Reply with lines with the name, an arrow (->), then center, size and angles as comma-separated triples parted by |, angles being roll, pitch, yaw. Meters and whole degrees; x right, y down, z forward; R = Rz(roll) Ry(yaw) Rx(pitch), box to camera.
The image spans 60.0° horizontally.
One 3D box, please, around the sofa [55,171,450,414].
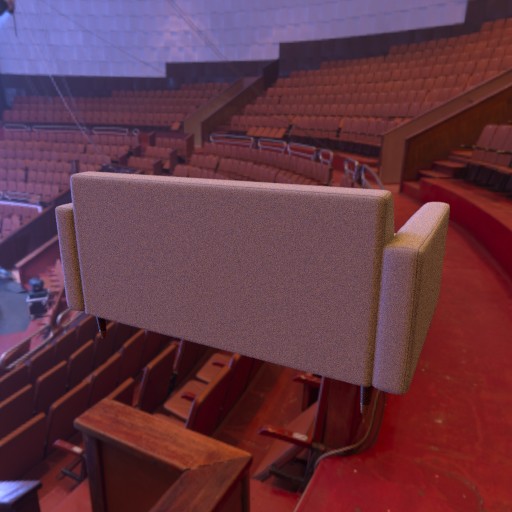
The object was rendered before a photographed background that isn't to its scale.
sofa -> 0.000, 0.000, 2.105 | 1.585, 0.801, 0.950 | 8, 18, 26
